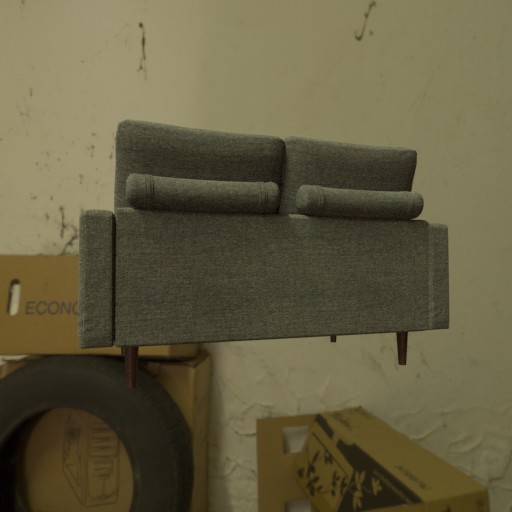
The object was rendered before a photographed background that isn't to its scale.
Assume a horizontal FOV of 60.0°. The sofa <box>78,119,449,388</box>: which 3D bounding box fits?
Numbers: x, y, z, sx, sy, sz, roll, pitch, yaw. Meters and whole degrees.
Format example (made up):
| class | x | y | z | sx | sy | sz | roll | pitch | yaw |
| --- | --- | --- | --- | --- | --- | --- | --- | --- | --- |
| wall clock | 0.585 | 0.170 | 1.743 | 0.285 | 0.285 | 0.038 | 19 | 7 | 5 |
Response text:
| class | x | y | z | sx | sy | sz | roll | pitch | yaw |
| --- | --- | --- | --- | --- | --- | --- | --- | --- | --- |
| sofa | 0.000 | 0.000 | 1.945 | 1.407 | 0.907 | 0.842 | 1 | -2 | -19 |
